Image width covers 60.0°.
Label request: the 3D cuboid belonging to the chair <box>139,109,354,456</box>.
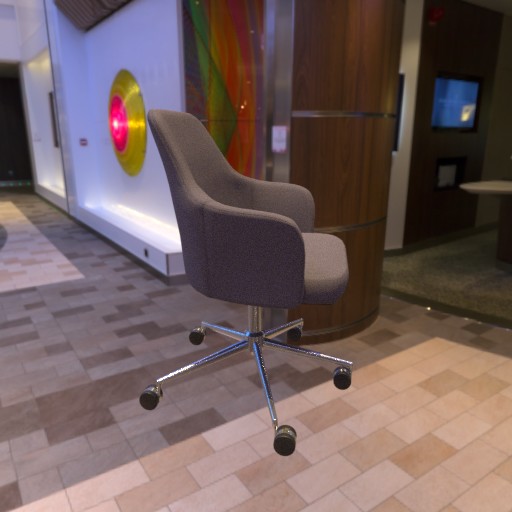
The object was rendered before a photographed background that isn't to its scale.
[{"bbox_3d":[0.000,0.000,1.298,0.600,0.820,0.655,3,16,9],"label":"chair"}]
